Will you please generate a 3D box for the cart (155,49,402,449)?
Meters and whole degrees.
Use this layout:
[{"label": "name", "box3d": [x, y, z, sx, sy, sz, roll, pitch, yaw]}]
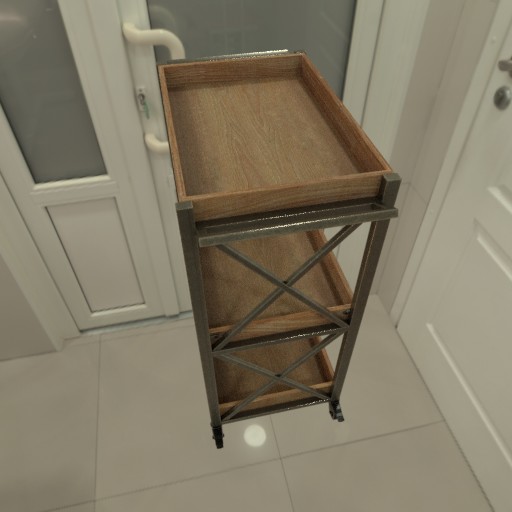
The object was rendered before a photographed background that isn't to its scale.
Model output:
[{"label": "cart", "box3d": [0.000, 0.000, 1.185, 0.377, 0.835, 0.673, -9, 46, -9]}]
